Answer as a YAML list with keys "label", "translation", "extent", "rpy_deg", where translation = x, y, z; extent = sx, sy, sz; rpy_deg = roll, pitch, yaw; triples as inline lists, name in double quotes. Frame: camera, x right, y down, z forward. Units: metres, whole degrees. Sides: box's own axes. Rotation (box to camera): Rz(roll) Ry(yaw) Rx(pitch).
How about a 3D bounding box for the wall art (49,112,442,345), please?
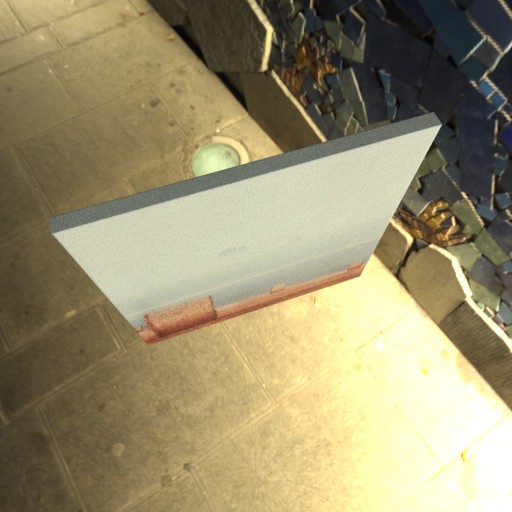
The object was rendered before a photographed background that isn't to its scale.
- label: "wall art"
  translation: [0.000, 0.000, 0.930]
  extent: [0.605, 0.605, 0.034]
  rpy_deg: [-17, 65, -8]
